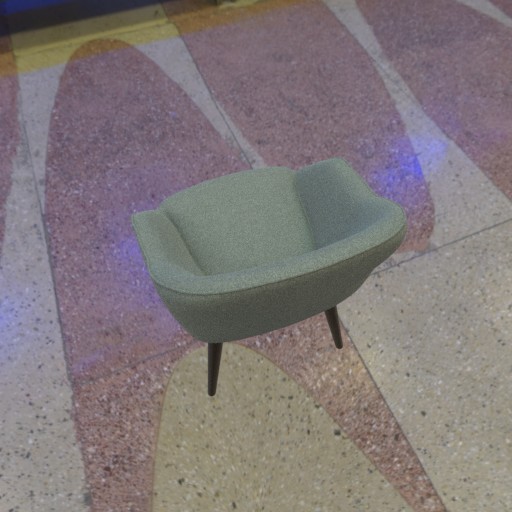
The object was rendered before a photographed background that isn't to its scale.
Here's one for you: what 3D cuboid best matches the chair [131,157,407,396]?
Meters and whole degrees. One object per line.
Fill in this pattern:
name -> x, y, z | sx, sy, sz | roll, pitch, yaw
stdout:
chair -> 0.000, 0.000, 1.251 | 0.589, 0.810, 0.611 | -18, 60, -11
